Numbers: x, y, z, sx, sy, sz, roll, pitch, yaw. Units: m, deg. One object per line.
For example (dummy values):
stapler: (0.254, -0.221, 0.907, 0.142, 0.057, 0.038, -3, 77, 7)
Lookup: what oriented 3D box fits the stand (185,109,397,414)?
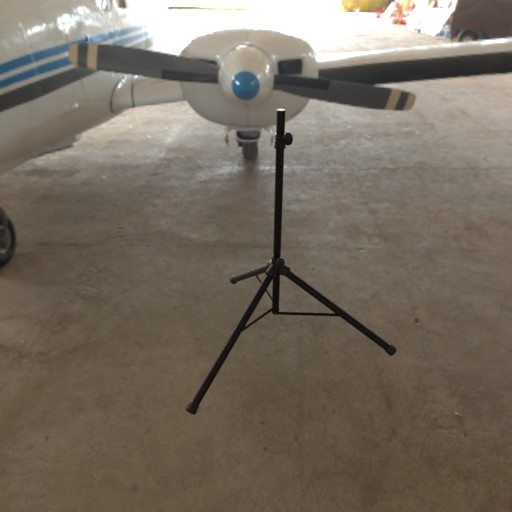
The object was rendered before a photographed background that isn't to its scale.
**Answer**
stand: (0.000, 0.000, 1.856, 1.045, 1.136, 0.907, 23, 38, 33)
